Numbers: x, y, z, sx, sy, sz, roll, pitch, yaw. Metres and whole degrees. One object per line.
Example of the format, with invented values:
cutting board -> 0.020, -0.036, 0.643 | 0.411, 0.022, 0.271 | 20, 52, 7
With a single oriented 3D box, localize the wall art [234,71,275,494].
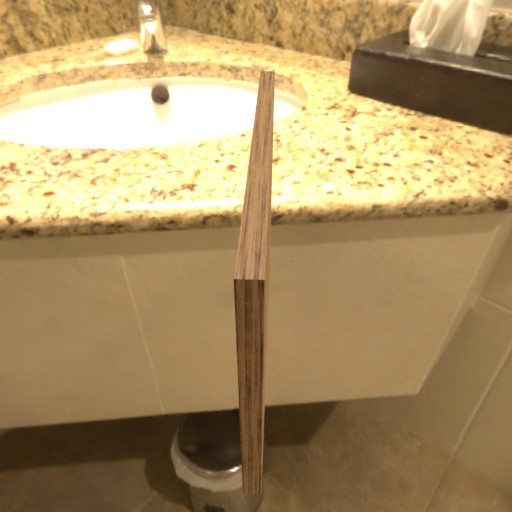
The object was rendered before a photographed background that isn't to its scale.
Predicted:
wall art -> 0.000, 0.000, 1.069 | 0.063, 0.609, 0.841 | 2, 39, 2
